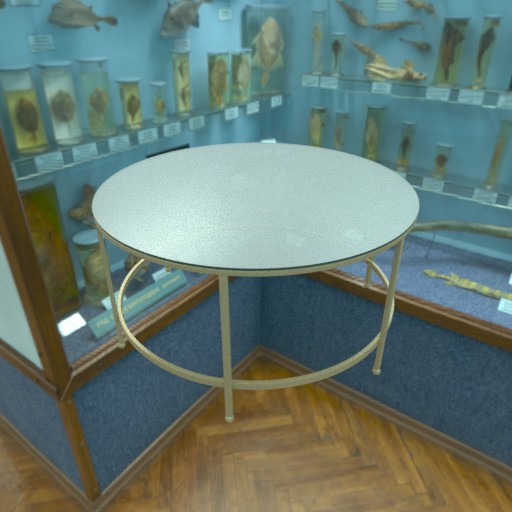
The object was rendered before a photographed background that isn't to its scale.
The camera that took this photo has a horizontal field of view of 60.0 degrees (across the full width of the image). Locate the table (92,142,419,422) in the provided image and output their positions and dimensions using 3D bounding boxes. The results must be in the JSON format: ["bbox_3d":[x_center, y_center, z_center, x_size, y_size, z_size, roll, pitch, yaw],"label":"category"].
[{"bbox_3d":[0.000,0.000,1.412,0.914,0.470,0.914,0,30,0],"label":"table"}]
